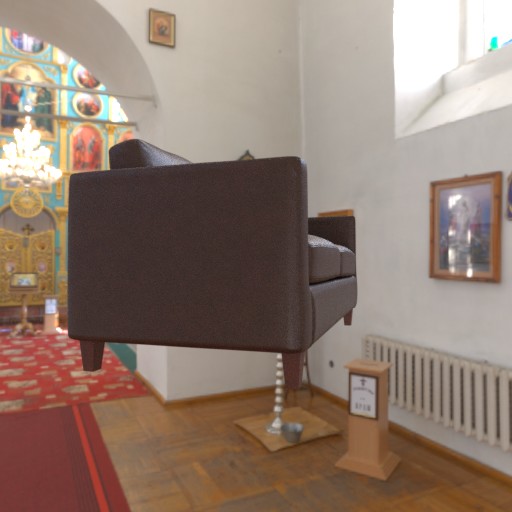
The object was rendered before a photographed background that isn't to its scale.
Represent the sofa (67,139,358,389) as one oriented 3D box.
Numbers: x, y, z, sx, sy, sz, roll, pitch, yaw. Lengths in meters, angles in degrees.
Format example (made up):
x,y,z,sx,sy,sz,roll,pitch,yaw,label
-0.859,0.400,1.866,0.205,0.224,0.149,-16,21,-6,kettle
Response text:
x,y,z,sx,sy,sz,roll,pitch,yaw,label
0.000,0.000,2.428,0.951,0.933,1.883,0,-1,18,sofa
